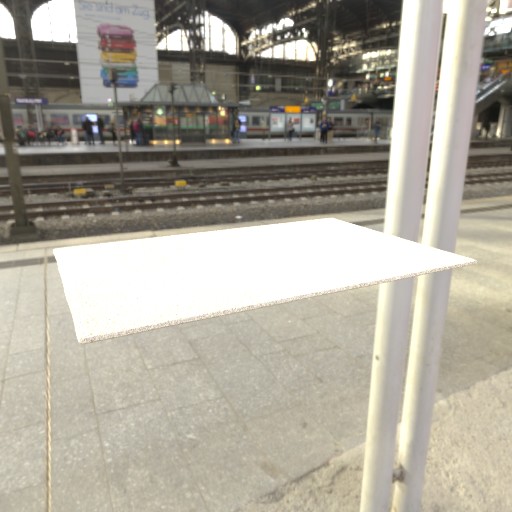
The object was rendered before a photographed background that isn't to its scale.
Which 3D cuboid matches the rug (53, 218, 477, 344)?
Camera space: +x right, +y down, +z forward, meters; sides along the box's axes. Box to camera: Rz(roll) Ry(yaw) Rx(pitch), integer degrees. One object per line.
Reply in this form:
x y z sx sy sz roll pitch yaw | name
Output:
0.000 0.000 3.395 2.743 0.030 1.778 -8 18 -26 | rug
